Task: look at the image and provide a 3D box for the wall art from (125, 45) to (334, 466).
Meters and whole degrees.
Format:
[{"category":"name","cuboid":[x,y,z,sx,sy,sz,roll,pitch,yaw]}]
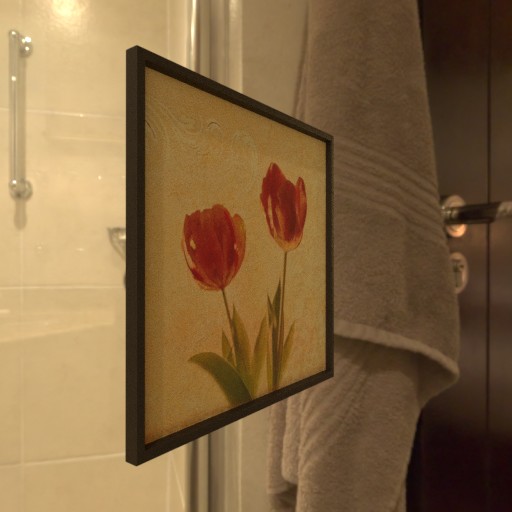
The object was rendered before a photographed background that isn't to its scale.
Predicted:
[{"category":"wall art","cuboid":[0.000,0.000,1.178,0.043,0.807,0.805,0,0,37]}]
